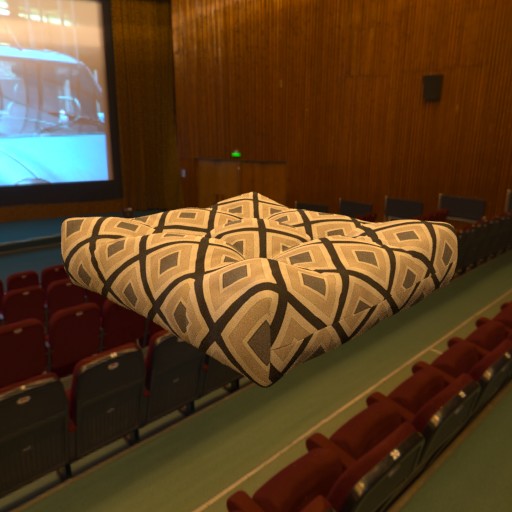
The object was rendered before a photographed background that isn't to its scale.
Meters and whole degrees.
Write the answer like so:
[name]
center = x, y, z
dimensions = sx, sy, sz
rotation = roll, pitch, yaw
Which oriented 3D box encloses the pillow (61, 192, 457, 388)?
[pillow]
center = 0.000, 0.000, 0.731
dimensions = 0.468, 0.128, 0.490
rotation = -16, 23, -42
